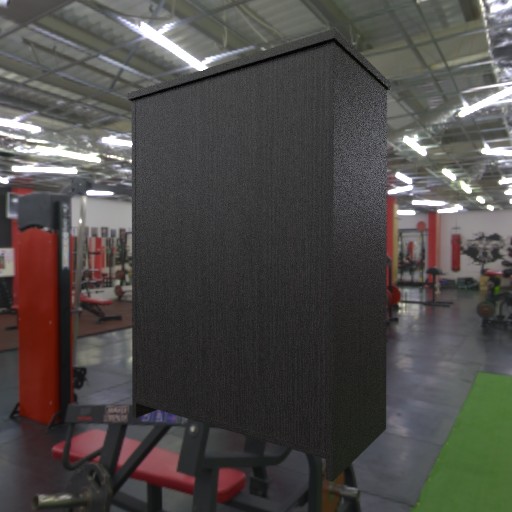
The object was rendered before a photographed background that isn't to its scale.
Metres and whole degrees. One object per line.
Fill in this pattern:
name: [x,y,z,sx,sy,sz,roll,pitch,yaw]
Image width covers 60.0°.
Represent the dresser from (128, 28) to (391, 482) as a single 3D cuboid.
dresser: [0.000,0.000,1.355,0.704,1.020,0.399,0,1,35]
